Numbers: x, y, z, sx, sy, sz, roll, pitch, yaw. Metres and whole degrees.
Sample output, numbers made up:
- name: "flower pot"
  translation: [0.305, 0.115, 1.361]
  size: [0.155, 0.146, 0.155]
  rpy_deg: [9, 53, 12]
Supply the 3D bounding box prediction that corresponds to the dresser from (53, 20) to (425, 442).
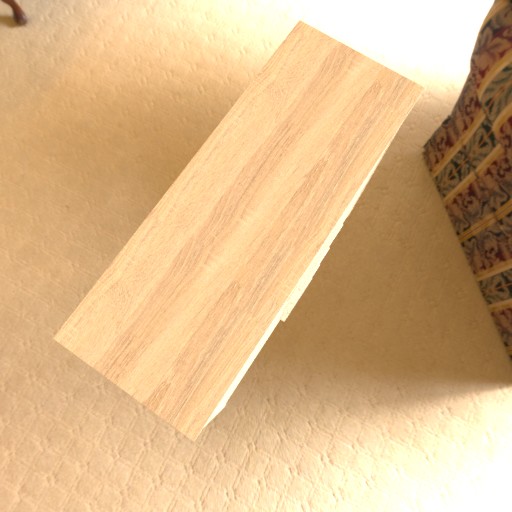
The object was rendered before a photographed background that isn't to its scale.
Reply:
- name: "dresser"
  translation: [0.000, 0.000, 1.451]
  size: [0.380, 0.900, 0.980]
  rpy_deg: [33, 77, 8]
